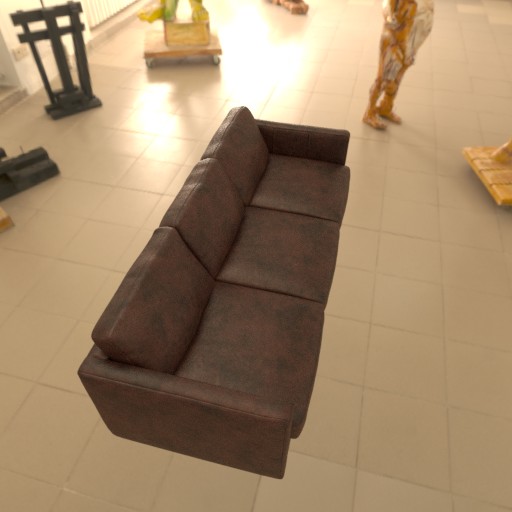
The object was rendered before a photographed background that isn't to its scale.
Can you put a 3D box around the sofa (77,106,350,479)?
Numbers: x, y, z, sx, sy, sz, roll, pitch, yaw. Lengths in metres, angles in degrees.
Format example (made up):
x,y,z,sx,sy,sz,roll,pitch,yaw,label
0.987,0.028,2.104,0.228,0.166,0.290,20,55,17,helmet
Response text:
x,y,z,sx,sy,sz,roll,pitch,yaw,label
0.000,0.000,2.932,1.045,1.006,2.464,10,46,10,sofa
